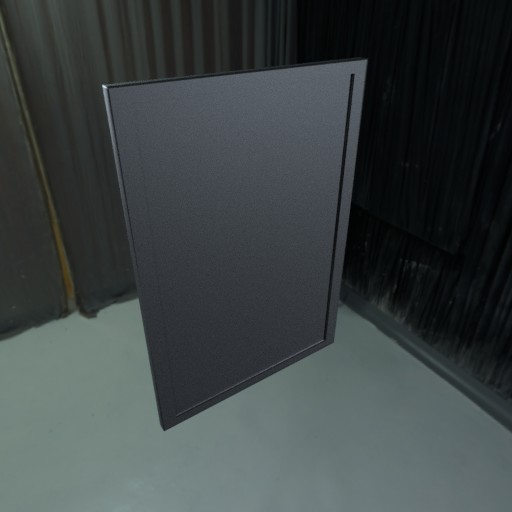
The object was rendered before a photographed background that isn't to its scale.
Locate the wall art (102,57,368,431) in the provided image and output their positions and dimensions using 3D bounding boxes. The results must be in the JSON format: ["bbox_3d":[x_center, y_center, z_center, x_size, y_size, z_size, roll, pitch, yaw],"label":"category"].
[{"bbox_3d":[0.000,0.000,0.551,0.303,0.431,0.013,-20,36,-29],"label":"wall art"}]
